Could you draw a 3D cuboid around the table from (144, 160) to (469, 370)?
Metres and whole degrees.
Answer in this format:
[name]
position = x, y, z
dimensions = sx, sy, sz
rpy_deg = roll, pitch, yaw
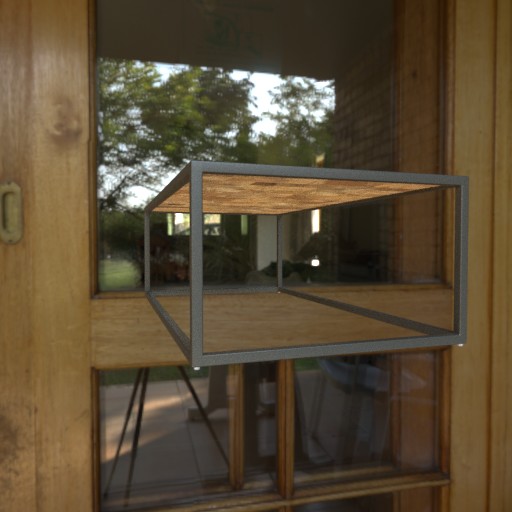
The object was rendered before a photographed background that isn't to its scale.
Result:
[table]
position = 0.000, 0.000, 1.502
dimensions = 0.649, 0.398, 1.199
rpy_deg = -1, 2, -18
